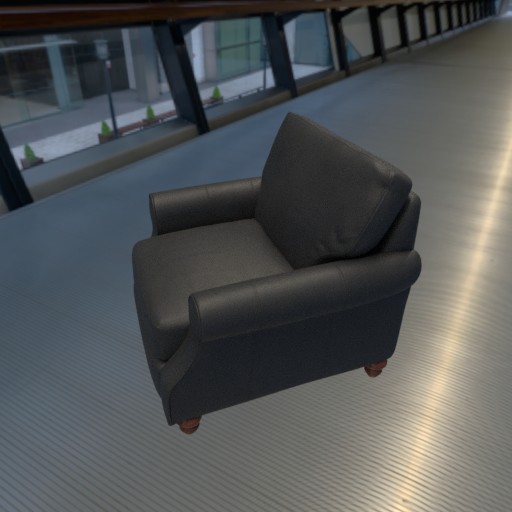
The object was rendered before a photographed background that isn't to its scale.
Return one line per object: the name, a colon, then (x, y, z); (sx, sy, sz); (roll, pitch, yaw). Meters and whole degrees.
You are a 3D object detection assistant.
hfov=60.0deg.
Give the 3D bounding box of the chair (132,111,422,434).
chair: (0.000, 0.000, 1.824); (1.027, 0.960, 1.015); (-8, 33, -13)
